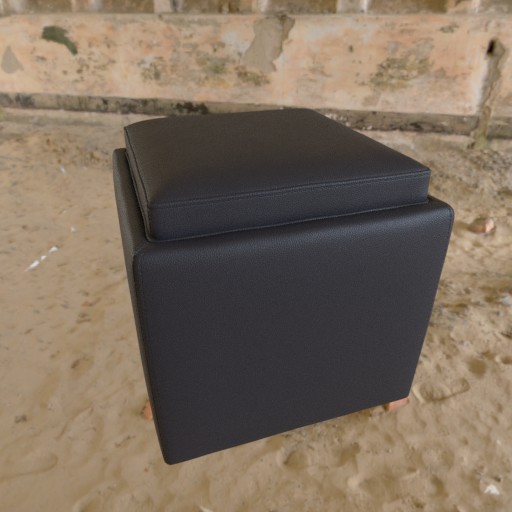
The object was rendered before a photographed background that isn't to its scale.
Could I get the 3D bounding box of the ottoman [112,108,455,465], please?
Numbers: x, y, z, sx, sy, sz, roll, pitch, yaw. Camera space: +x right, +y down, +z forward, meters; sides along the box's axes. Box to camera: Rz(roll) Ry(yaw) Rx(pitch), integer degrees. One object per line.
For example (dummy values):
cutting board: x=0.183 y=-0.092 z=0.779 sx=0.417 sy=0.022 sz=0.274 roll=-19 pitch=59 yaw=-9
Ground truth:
ottoman: x=0.000 y=0.000 z=0.803 sx=0.451 sy=0.460 sz=0.450 roll=-9 pitch=31 yaw=-16
